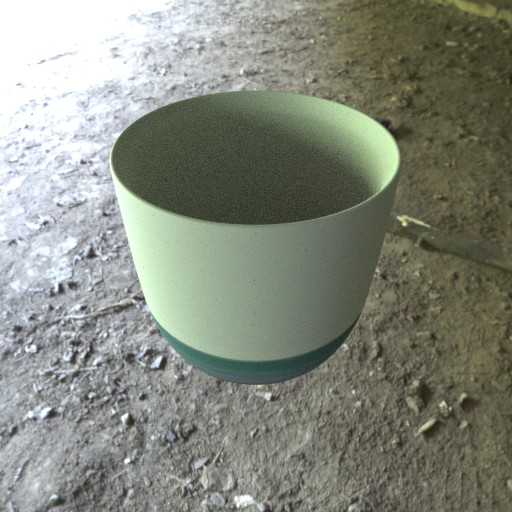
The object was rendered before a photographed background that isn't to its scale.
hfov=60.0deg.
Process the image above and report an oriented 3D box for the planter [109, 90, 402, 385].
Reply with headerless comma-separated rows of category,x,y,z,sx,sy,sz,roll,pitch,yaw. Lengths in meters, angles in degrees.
planter,0.000,0.000,0.386,0.204,0.214,0.204,0,41,0
